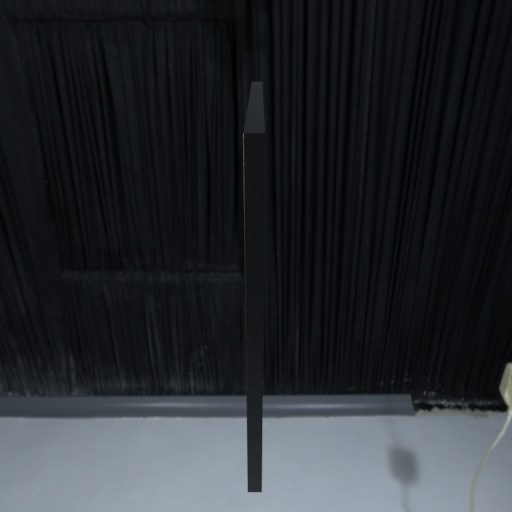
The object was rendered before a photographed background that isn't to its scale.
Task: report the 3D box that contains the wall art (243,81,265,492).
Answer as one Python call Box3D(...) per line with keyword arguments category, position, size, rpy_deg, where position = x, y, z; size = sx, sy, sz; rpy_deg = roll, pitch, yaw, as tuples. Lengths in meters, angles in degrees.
Box3D(category="wall art", position=(0.000, 0.000, 1.146), size=(0.031, 0.775, 0.773), rpy_deg=(0, 27, 0))
